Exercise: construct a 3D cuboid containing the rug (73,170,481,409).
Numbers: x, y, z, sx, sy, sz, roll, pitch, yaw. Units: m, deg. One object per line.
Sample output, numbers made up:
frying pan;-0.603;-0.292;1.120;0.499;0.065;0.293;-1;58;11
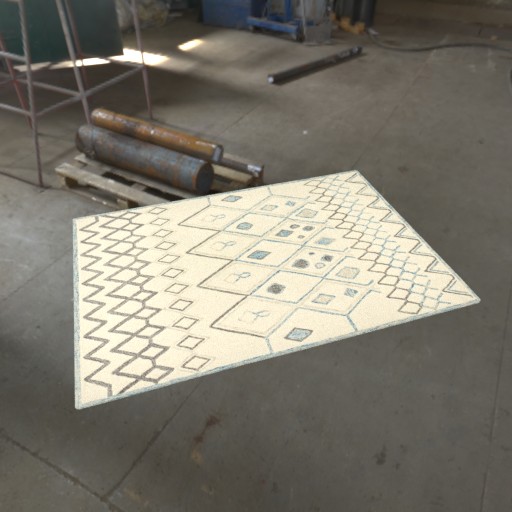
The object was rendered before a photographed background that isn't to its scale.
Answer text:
rug;0.000;0.000;2.318;1.820;0.009;1.260;-12;42;-13
